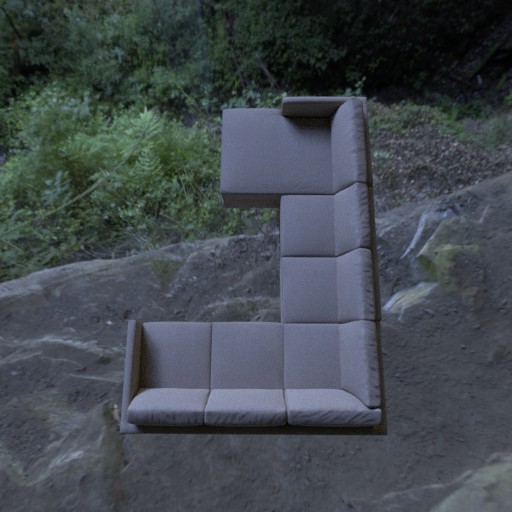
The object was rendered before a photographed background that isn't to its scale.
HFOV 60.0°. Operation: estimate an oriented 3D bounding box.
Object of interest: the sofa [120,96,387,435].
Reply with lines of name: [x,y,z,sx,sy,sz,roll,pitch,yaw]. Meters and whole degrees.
sofa: [0.000,0.000,4.655,2.476,0.878,3.528,0,75,0]
